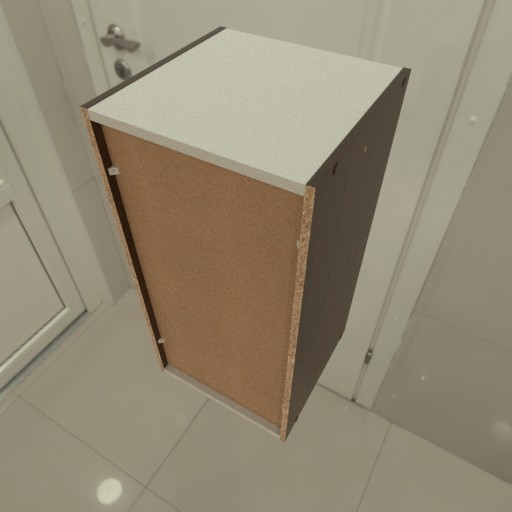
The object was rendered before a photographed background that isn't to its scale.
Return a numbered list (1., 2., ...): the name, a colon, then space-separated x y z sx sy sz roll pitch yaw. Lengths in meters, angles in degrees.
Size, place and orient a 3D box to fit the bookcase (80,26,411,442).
1. bookcase: 0.000 0.000 0.758 0.300 0.600 0.290 23 51 20
